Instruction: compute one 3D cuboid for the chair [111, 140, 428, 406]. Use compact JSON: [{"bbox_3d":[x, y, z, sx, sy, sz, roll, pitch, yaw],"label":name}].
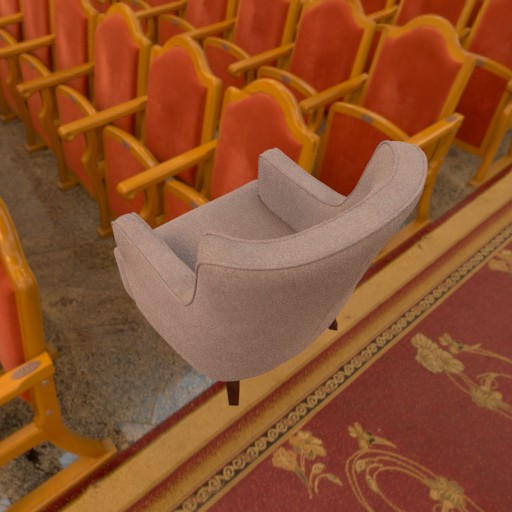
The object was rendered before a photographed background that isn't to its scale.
[{"bbox_3d":[0.000,0.000,1.606,0.781,0.919,0.910,-30,52,-27],"label":"chair"}]
